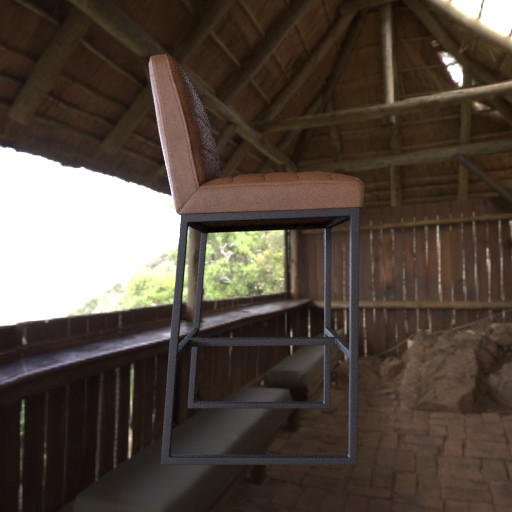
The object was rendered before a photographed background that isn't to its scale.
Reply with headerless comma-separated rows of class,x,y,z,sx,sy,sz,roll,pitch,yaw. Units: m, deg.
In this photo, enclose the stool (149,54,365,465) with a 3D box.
stool,0.000,0.000,1.322,0.556,1.040,0.458,0,-1,0
